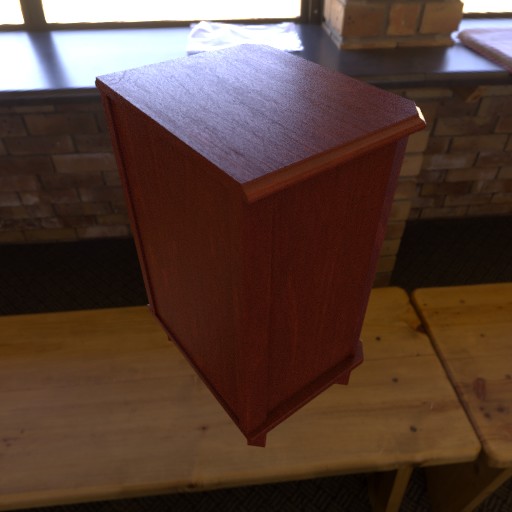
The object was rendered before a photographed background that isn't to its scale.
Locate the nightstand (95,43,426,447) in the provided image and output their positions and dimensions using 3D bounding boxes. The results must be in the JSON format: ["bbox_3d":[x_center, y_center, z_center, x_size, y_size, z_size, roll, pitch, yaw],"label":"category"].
[{"bbox_3d":[0.000,0.000,0.908,0.351,0.681,0.435,-27,48,-27],"label":"nightstand"}]
